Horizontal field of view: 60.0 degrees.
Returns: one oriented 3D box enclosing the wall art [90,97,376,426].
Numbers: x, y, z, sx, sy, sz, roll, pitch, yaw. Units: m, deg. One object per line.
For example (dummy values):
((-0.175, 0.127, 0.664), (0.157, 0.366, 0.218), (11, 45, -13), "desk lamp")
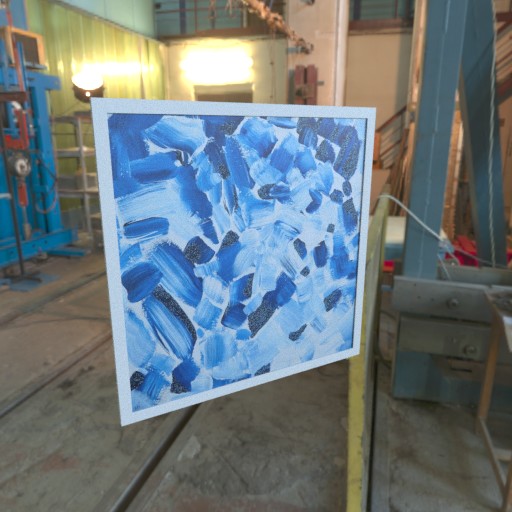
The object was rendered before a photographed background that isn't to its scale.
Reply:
((0.000, 0.000, 1.247), (0.812, 0.812, 0.015), (-8, 18, -28), "wall art")
